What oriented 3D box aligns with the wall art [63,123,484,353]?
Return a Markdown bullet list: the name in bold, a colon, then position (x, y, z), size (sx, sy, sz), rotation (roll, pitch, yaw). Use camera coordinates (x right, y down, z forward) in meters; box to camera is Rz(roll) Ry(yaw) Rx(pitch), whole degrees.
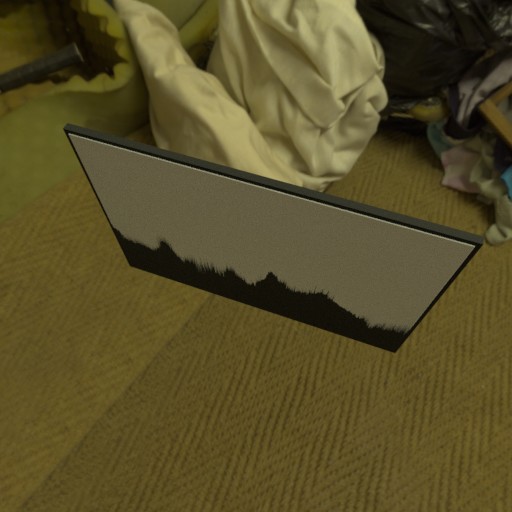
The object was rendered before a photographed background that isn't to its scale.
- **wall art**: position (0.000, 0.000, 1.537), size (1.190, 0.805, 0.028), rotation (17, 60, 10)
